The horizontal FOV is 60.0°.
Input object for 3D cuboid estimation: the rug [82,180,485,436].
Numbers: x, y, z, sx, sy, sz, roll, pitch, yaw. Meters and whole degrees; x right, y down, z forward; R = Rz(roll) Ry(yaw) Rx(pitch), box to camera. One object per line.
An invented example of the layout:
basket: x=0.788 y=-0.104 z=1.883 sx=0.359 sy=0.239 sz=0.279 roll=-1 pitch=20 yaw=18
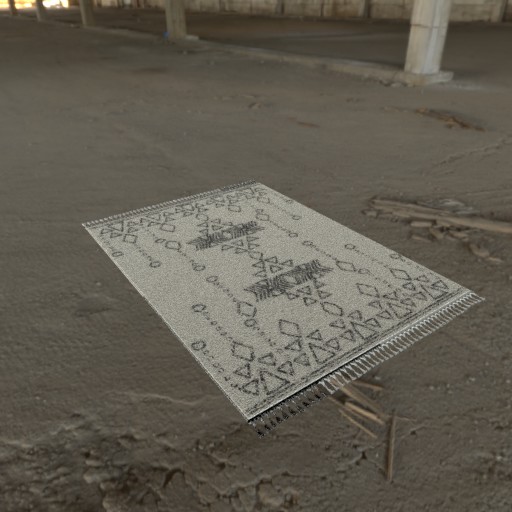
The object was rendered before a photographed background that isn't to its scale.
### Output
rug: x=0.000 y=0.000 z=2.954 sx=1.600 sy=0.013 sz=2.312 roll=-20 pitch=36 yaw=-30
